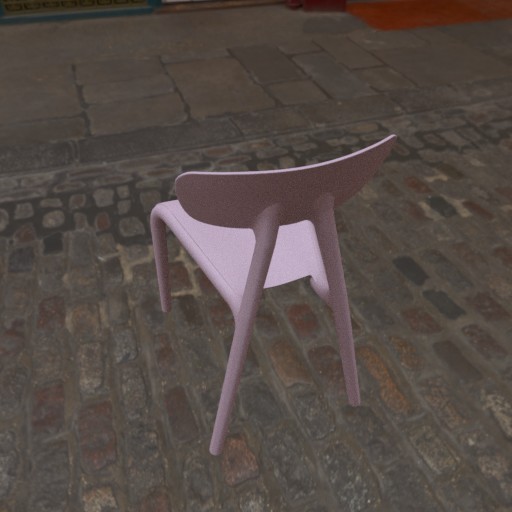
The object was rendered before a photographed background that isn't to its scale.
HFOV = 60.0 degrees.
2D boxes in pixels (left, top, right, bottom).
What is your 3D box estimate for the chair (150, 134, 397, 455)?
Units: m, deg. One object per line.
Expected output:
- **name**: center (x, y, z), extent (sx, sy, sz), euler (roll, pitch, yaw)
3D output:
- **chair**: center (0.000, 0.000, 0.812), extent (0.356, 0.580, 0.401), euler (-13, 44, -14)
